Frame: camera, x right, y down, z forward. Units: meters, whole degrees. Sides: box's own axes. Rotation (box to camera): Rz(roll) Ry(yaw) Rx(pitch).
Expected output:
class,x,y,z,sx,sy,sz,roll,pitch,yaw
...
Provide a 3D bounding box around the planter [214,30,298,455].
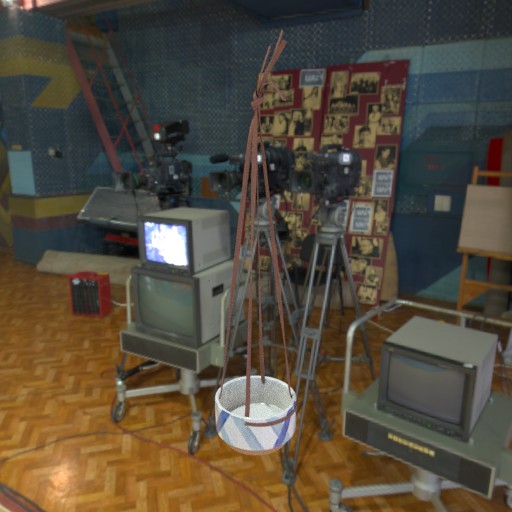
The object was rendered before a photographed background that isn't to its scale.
class,x,y,z,sx,sy,sz,roll,pitch,yaw
planter,0.000,0.000,0.821,0.166,0.751,0.166,-2,14,-9
